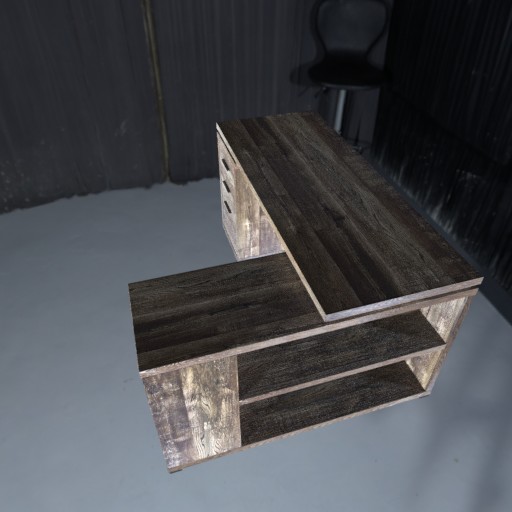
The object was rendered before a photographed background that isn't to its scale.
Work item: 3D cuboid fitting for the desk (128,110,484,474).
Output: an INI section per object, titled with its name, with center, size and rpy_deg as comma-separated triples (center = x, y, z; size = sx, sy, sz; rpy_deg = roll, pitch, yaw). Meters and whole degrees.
[desk]
center = 0.000, 0.000, 2.216
size = 1.200, 0.753, 1.524
rpy_deg = -11, 42, -13
